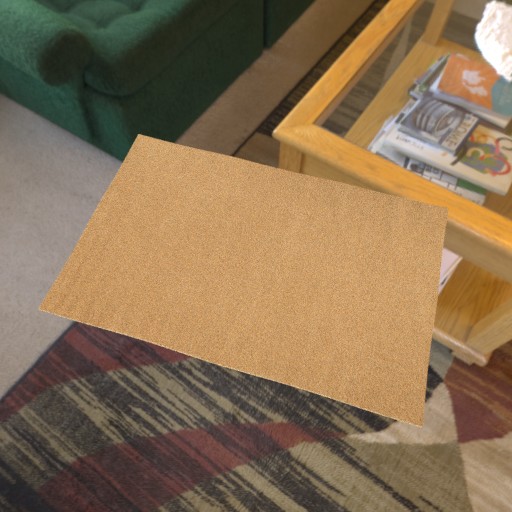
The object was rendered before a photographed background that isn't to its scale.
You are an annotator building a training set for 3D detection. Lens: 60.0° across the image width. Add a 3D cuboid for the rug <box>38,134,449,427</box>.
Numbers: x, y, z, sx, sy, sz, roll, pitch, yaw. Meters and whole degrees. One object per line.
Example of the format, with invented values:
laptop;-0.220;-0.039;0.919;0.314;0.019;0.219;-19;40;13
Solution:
rug;0.000;0.000;2.914;2.346;0.025;1.500;15;63;8
